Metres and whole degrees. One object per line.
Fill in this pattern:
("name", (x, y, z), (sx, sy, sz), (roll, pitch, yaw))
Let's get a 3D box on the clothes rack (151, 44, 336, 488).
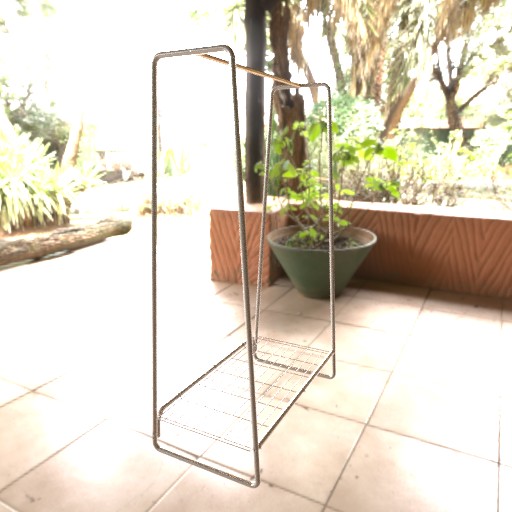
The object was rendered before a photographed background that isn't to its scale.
("clothes rack", (0.000, 0.000, 1.913), (0.495, 1.500, 0.900), (7, 15, 27))
